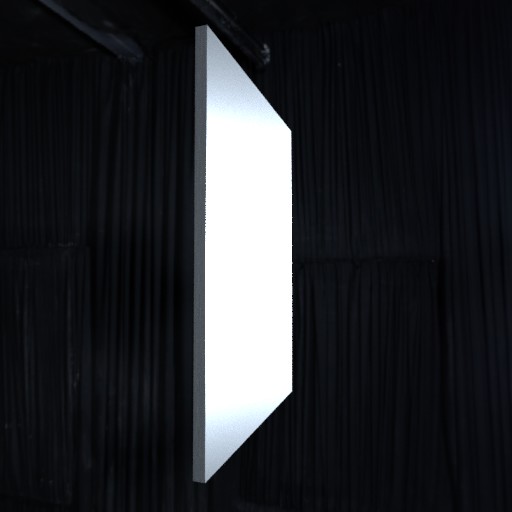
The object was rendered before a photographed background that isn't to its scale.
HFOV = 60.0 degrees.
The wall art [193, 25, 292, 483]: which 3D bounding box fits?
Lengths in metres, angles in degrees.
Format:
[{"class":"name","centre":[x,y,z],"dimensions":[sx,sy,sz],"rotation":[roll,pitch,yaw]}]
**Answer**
[{"class":"wall art","centre":[0.000,0.000,1.403],"dimensions":[0.030,1.046,0.816],"rotation":[-1,-2,18]}]
